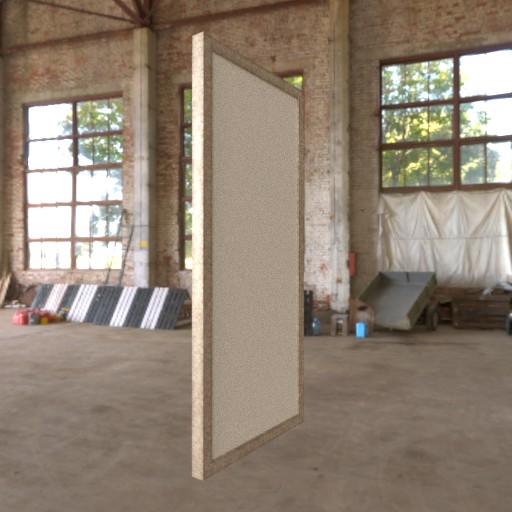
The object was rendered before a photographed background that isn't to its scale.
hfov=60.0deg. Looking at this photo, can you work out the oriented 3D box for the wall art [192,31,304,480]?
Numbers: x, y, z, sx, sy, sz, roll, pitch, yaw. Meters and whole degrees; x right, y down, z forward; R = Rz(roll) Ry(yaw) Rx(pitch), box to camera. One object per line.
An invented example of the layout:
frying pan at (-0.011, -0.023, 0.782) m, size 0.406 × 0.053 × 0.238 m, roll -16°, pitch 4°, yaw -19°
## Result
wall art at (0.000, 0.000, 1.715) m, size 0.051 × 1.461 × 0.648 m, roll 0°, pitch 0°, yaw 36°
